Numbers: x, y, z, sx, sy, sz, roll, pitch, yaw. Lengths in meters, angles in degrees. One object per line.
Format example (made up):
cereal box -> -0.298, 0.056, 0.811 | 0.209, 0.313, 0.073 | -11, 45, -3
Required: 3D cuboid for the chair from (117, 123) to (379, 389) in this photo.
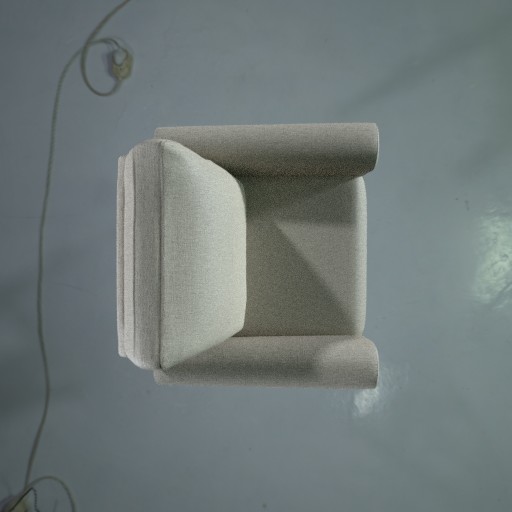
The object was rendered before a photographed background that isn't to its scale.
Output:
chair -> 0.000, 0.000, 2.274 | 1.180, 1.349, 1.275 | 0, 90, 1
